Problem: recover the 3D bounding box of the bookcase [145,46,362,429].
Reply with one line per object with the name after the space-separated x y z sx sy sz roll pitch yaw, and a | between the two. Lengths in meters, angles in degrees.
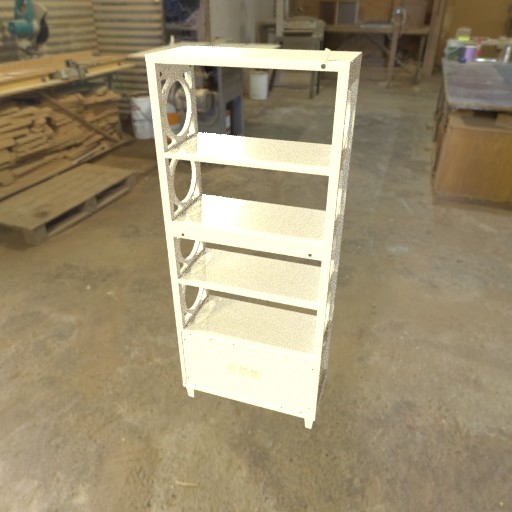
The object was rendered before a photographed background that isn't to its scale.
0.000 0.000 2.136 0.761 1.869 0.361 10 32 16 | bookcase
